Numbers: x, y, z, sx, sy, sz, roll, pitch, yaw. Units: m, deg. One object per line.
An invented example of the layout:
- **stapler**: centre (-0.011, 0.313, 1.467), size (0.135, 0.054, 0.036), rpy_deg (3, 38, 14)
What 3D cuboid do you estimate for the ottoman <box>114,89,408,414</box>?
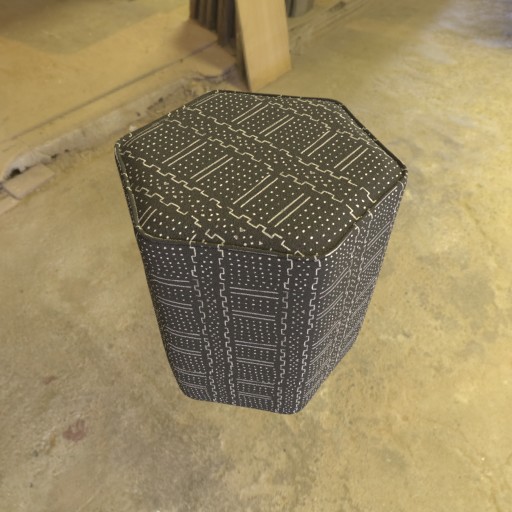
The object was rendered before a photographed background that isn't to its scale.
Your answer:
- **ottoman**: centre (0.000, 0.000, 0.901), size (0.443, 0.502, 0.494), rpy_deg (31, 54, 26)
